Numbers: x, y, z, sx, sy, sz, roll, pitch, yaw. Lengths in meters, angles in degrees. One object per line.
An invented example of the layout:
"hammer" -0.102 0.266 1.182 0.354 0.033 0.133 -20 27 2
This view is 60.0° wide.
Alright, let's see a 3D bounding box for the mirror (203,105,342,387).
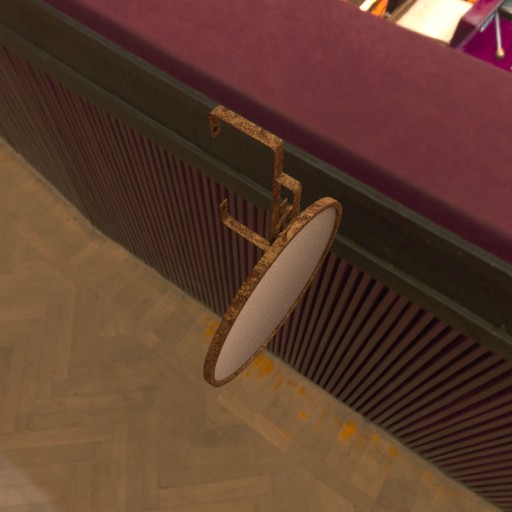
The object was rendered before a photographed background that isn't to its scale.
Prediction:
"mirror" 0.000 0.000 0.844 0.144 0.651 0.447 34 66 17
